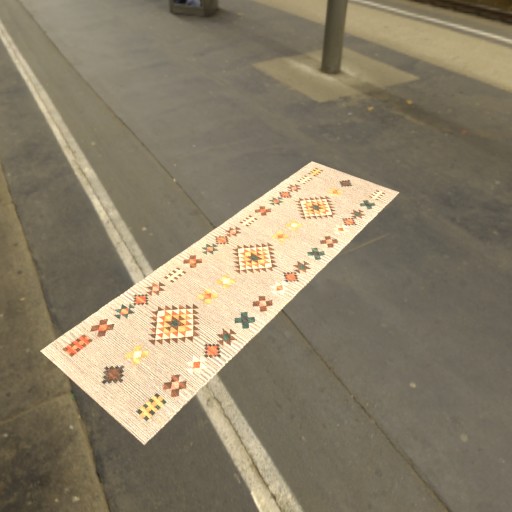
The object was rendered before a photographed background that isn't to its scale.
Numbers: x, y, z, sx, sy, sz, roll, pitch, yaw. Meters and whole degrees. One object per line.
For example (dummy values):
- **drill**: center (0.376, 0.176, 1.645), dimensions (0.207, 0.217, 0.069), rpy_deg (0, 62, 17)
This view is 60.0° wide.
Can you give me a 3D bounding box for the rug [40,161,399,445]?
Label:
- **rug**: center (0.000, 0.000, 2.707), dimensions (0.766, 0.008, 2.432), rpy_deg (27, 47, 28)
